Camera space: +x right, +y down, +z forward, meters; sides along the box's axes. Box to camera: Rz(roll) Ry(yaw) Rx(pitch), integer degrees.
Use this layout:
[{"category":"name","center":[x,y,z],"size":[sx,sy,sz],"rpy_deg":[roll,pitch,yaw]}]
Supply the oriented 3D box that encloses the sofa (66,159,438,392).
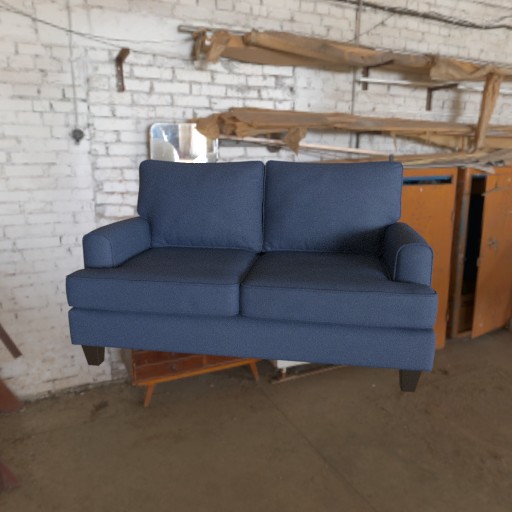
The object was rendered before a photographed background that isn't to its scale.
[{"category":"sofa","center":[0.000,0.000,2.303],"size":[1.651,0.965,0.965],"rpy_deg":[2,13,9]}]
